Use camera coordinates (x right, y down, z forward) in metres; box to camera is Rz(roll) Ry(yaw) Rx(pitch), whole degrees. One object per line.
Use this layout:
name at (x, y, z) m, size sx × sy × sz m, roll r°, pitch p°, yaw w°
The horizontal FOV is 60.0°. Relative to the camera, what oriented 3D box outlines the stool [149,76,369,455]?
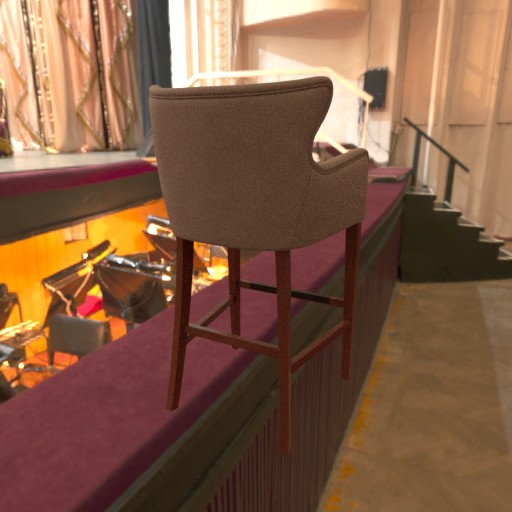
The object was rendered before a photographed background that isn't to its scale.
stool at (0.000, 0.000, 1.450) m, size 0.575 × 1.047 × 0.575 m, roll 9°, pitch 19°, yaw 28°
